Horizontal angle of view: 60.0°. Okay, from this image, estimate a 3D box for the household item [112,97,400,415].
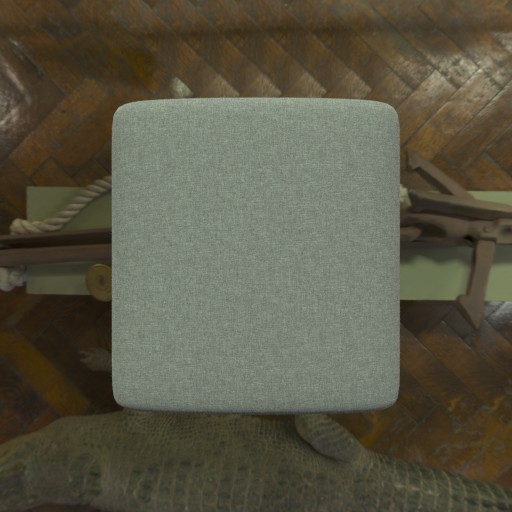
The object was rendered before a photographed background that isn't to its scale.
[{"bbox_3d":[0.000,0.000,0.890,0.530,0.410,0.530,0,90,0],"label":"household item"}]
